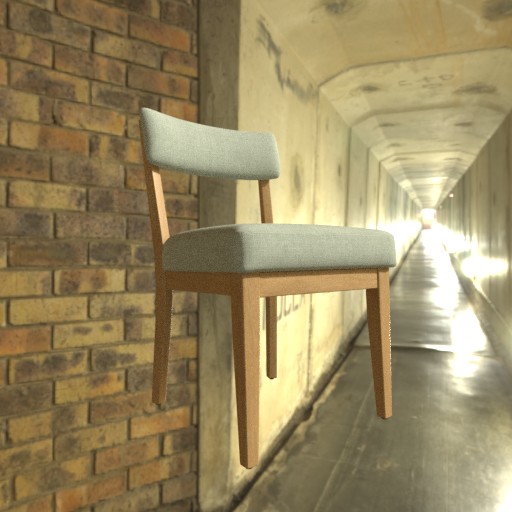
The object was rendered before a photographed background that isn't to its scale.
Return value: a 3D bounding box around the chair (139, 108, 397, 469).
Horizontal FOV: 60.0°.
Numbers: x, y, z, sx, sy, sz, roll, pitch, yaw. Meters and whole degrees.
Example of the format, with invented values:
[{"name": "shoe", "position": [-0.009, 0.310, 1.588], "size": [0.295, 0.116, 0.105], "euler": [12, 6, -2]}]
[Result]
[{"name": "chair", "position": [0.000, 0.000, 1.210], "size": [0.508, 0.832, 0.572], "euler": [-1, 1, -37]}]
